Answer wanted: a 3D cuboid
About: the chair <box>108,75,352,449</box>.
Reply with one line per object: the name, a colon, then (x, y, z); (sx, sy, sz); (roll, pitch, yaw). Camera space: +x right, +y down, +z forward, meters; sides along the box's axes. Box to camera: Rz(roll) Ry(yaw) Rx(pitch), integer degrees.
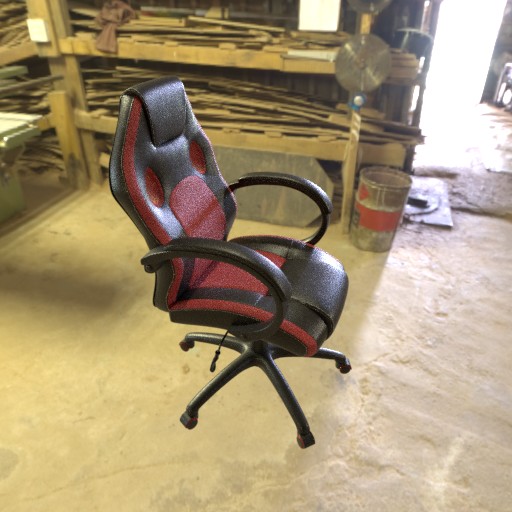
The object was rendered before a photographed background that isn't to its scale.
chair: (0.000, 0.000, 1.634); (0.783, 1.189, 0.750); (10, 32, 17)
